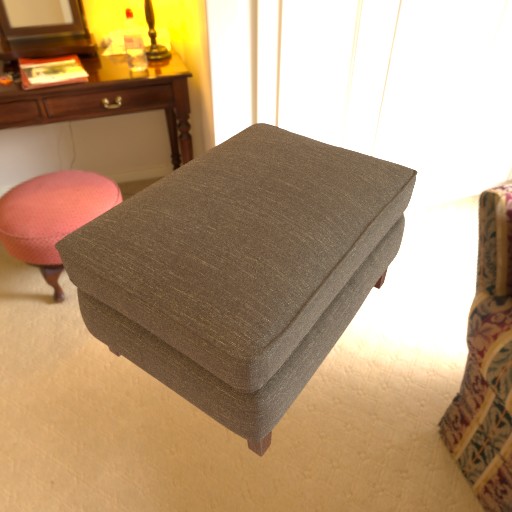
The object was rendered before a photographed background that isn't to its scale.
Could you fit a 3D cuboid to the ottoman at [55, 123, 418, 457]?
[{"bbox_3d":[0.000,0.000,1.021,0.508,0.406,0.686,25,47,26],"label":"ottoman"}]
